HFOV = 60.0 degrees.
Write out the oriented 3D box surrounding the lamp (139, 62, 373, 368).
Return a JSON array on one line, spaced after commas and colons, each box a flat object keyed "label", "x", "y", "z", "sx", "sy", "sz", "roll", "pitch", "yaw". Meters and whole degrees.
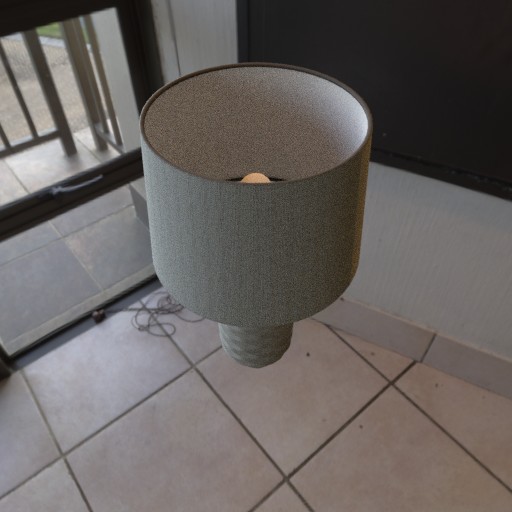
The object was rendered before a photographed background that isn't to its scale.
[{"label": "lamp", "x": 0.000, "y": 0.000, "z": 0.842, "sx": 0.376, "sy": 0.594, "sz": 0.376, "roll": 0, "pitch": 47, "yaw": 0}]
